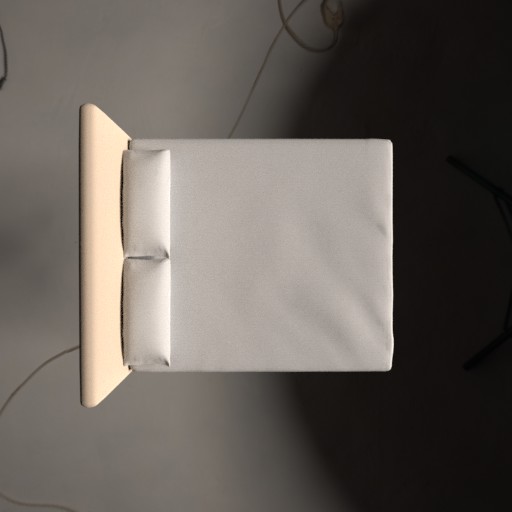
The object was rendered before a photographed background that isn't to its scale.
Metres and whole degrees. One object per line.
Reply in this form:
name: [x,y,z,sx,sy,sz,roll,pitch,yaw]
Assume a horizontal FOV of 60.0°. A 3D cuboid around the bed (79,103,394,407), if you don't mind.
bed: [0.000,0.000,3.280,2.142,1.330,1.884,0,91,-1]
